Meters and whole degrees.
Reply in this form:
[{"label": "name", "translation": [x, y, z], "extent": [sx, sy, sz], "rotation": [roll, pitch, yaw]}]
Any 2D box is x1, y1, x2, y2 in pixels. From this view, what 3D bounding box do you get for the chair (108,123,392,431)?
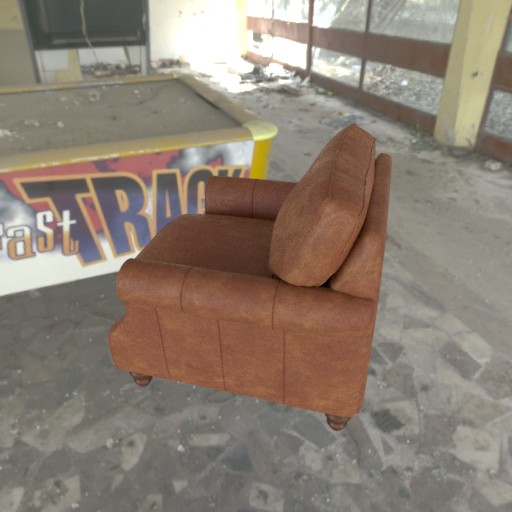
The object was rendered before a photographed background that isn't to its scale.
[{"label": "chair", "translation": [0.000, 0.000, 1.815], "extent": [0.986, 0.962, 0.983], "rotation": [8, 32, 13]}]
